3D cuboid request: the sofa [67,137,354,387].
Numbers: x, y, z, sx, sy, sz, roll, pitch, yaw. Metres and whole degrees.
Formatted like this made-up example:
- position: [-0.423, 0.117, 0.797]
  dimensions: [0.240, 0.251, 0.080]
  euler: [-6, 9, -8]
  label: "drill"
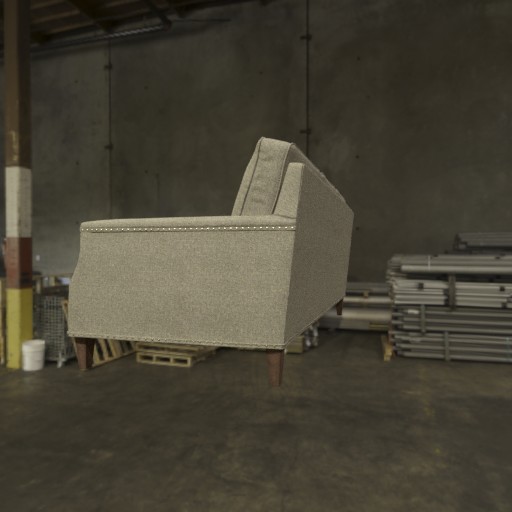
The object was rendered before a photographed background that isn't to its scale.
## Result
- position: [0.000, 0.000, 2.860]
  dimensions: [1.084, 1.003, 2.246]
  euler: [0, 0, 17]
  label: "sofa"
